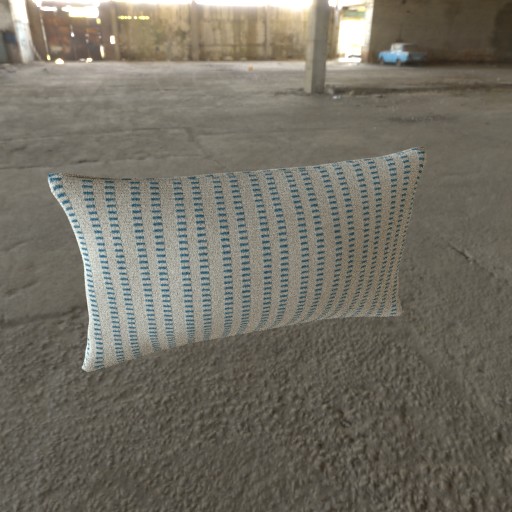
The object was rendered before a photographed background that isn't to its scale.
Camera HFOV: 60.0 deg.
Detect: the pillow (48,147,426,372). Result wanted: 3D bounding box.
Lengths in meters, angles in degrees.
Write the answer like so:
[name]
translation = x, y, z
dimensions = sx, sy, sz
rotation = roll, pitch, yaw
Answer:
[pillow]
translation = 0.000, 0.000, 0.795
dimensions = 0.640, 0.353, 0.210
rotation = -8, 27, -15
